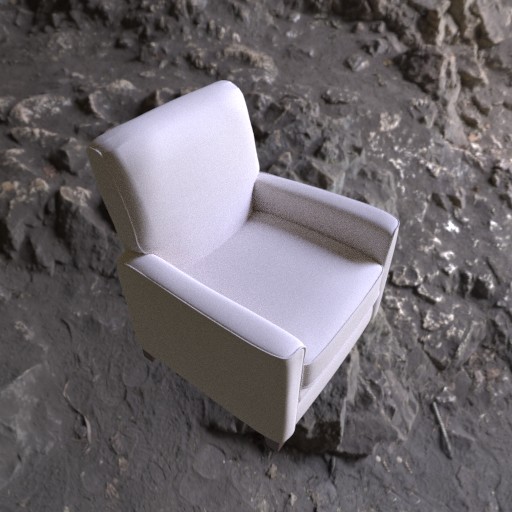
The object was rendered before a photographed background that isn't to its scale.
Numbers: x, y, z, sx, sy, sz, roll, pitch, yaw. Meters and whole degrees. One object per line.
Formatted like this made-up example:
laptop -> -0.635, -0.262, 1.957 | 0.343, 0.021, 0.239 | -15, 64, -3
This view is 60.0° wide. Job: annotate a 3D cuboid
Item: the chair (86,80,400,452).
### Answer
chair -> 0.000, 0.000, 1.696 | 0.858, 1.028, 0.841 | 26, 48, 26
